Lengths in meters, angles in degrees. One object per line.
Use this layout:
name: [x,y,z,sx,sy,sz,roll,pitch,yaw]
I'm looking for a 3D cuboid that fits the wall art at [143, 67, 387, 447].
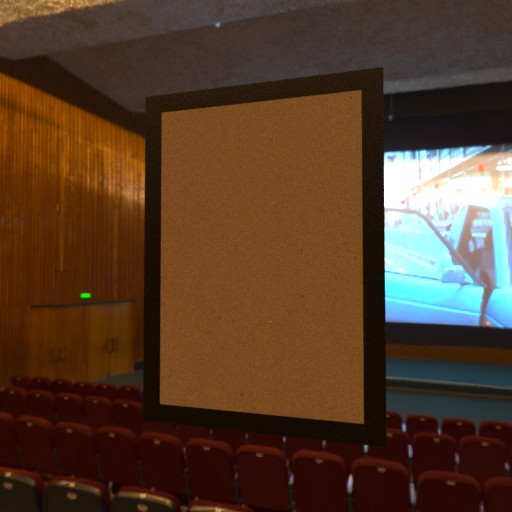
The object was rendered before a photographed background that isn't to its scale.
wall art: [0.000,0.000,0.681,0.381,0.534,0.013,-1,-2,17]
